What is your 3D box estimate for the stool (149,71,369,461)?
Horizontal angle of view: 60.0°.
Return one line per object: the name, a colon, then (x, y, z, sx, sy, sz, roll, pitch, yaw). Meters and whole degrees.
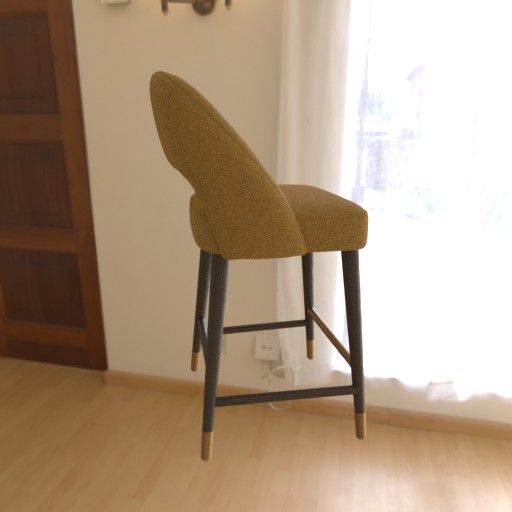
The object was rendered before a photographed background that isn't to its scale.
stool: (0.000, 0.000, 1.236, 0.522, 0.939, 0.536, -3, 17, -11)
